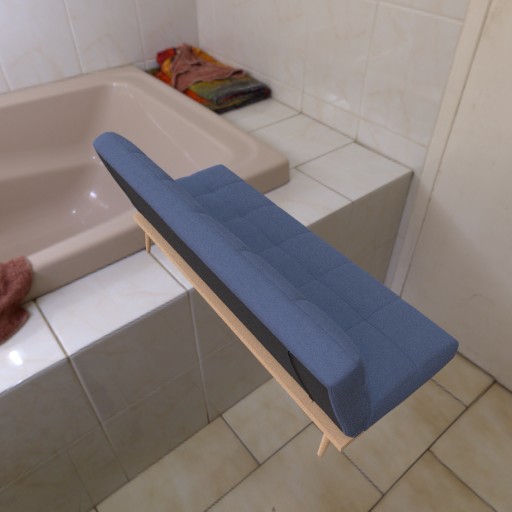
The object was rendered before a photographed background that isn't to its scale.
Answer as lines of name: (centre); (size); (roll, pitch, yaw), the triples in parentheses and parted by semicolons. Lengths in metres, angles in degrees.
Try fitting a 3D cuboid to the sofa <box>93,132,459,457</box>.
sofa: (0.000, 0.000, 2.152); (0.796, 0.800, 1.800); (-26, 48, -26)
